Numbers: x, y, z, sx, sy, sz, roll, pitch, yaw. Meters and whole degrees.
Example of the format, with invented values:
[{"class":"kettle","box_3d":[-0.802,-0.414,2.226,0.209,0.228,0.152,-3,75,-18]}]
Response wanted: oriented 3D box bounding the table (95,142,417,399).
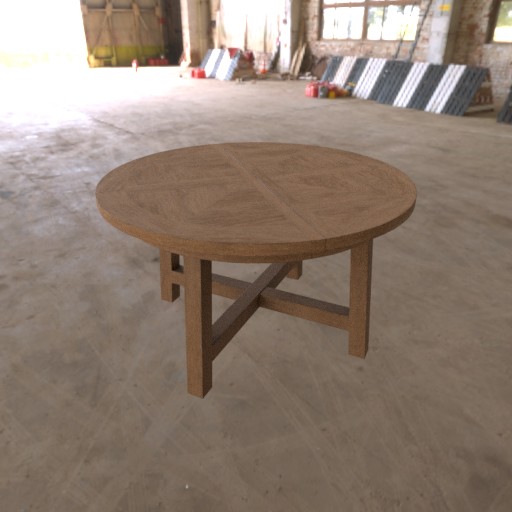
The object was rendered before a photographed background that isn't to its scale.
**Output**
[{"class":"table","box_3d":[0.000,0.000,2.082,1.319,0.762,1.319,0,27,0]}]
